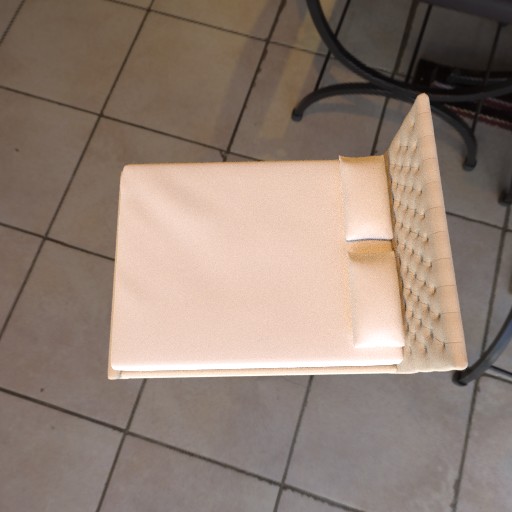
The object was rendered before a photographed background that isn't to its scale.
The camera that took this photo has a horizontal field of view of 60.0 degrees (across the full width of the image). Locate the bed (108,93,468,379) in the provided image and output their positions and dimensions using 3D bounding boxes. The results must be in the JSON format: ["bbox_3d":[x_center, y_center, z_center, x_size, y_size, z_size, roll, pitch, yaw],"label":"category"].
[{"bbox_3d":[0.000,0.000,3.220,2.233,1.426,1.696,-1,74,0],"label":"bed"}]
